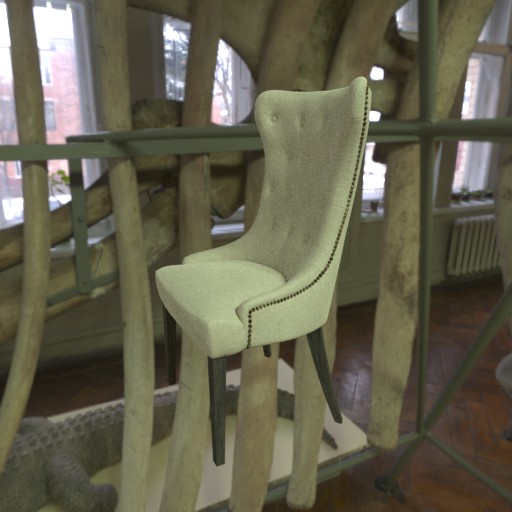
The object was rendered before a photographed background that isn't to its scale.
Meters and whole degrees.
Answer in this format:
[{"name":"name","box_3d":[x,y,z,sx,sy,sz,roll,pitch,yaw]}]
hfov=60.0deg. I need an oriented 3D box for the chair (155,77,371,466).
[{"name":"chair","box_3d":[0.000,0.000,1.449,0.590,1.065,0.584,-8,18,-26]}]
